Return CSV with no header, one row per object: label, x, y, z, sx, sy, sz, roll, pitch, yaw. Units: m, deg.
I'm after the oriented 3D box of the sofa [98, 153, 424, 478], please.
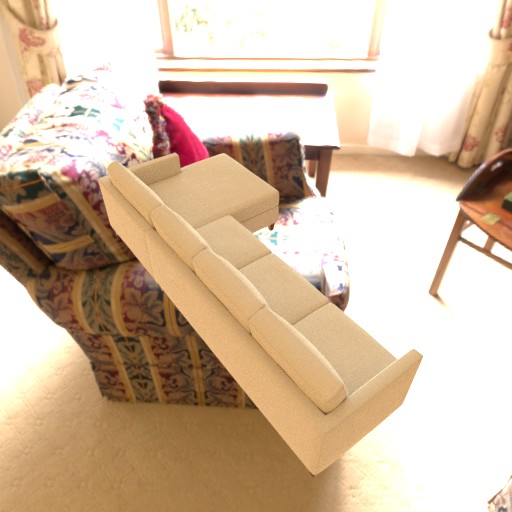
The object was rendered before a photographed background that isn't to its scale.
sofa,0.000,0.000,4.135,1.599,0.954,3.471,-27,49,-26
